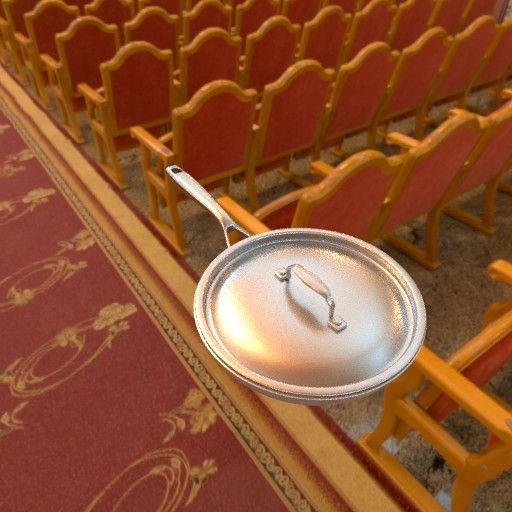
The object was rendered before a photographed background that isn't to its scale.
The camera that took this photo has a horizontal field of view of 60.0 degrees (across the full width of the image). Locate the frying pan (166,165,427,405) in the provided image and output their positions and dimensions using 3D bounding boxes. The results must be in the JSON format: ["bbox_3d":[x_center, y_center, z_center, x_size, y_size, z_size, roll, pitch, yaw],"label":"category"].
[{"bbox_3d":[0.000,0.000,0.604,0.272,0.086,0.490,-24,46,-26],"label":"frying pan"}]
